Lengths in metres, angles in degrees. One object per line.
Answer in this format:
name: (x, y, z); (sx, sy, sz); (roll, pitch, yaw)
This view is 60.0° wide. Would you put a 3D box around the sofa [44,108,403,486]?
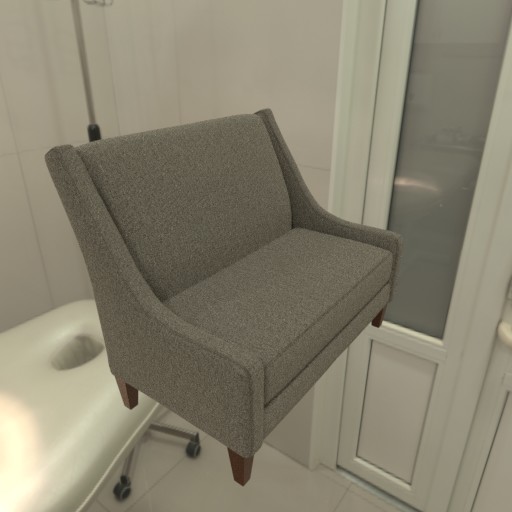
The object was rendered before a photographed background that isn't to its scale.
sofa: (0.000, 0.000, 1.872); (0.862, 1.026, 1.242); (18, 31, 33)
